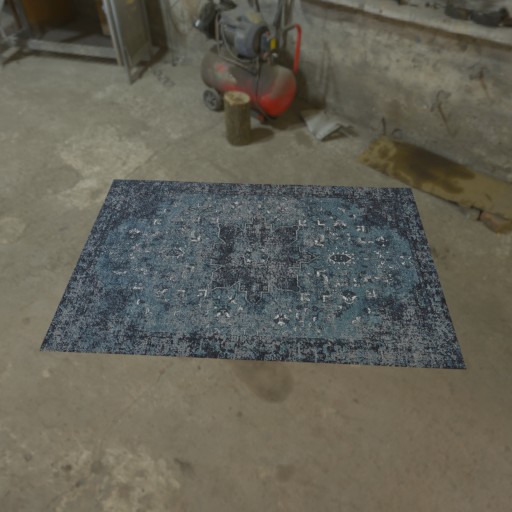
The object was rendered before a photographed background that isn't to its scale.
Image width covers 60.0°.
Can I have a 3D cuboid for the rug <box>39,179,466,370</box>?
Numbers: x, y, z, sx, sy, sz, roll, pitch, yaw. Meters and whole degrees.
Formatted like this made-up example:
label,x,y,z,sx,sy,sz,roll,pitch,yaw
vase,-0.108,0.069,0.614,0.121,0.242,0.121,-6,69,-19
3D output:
label,x,y,z,sx,sy,sz,roll,pitch,yaw
rug,0.000,0.000,2.305,1.828,0.005,1.219,2,47,2
